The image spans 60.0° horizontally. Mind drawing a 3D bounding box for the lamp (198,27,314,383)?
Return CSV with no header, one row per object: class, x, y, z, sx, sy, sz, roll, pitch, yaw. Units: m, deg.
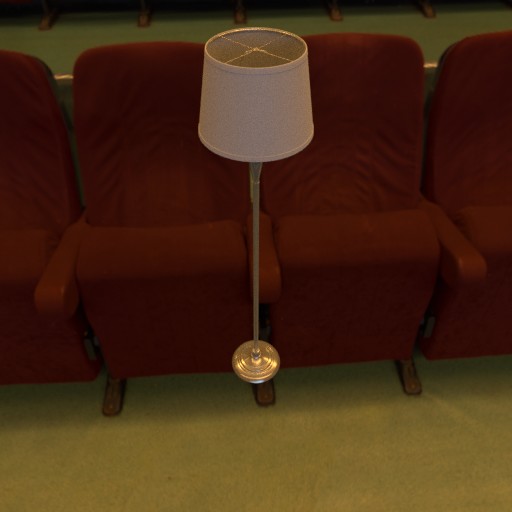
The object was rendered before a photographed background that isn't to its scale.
lamp,0.000,0.000,1.642,0.327,1.506,0.327,-3,47,-3
